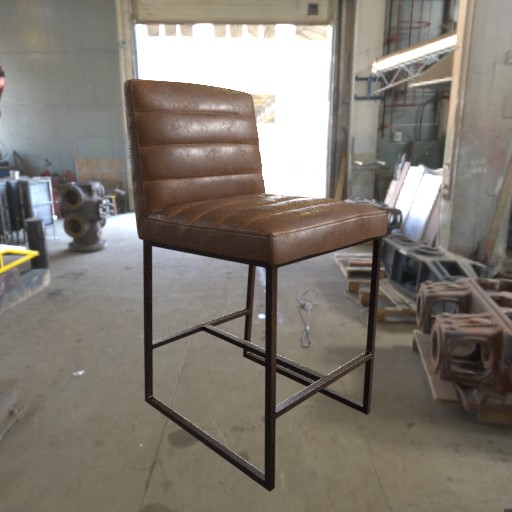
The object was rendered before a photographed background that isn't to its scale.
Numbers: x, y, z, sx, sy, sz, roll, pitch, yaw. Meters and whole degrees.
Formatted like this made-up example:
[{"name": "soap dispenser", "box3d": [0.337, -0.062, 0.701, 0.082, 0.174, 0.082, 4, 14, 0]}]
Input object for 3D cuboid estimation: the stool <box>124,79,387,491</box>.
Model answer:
[{"name": "stool", "box3d": [0.000, 0.000, 1.226, 0.562, 0.942, 0.463, 13, 19, 43]}]
